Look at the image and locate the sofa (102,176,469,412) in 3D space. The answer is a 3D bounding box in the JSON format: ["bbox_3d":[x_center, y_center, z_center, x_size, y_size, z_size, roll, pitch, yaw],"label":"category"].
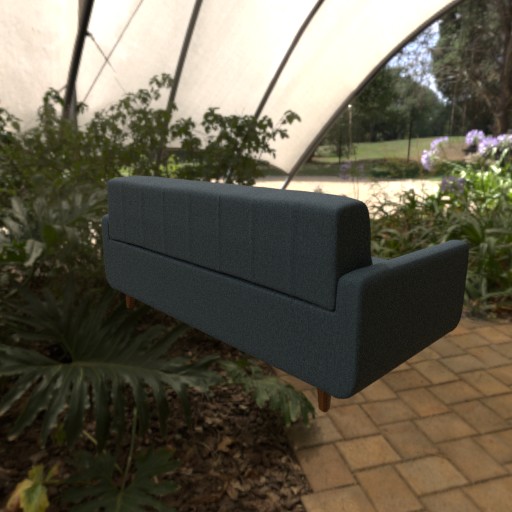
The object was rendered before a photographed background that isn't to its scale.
[{"bbox_3d":[0.000,0.000,2.597,0.942,0.884,2.055,-13,19,-42],"label":"sofa"}]
